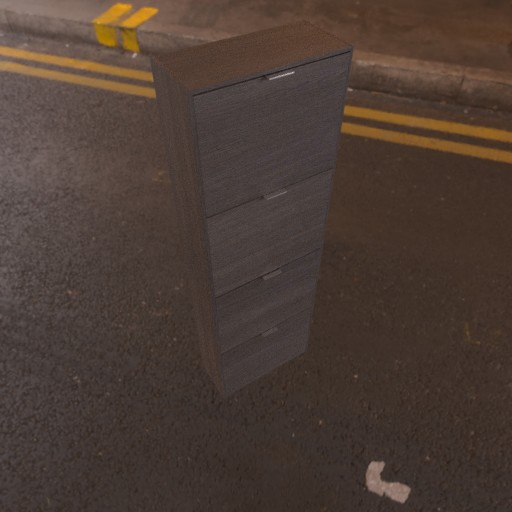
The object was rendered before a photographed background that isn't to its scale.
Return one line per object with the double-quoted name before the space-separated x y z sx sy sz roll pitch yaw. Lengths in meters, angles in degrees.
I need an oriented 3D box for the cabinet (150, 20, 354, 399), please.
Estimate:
"cabinet" 0.000 0.000 1.809 0.520 1.630 0.255 -24 51 -21
